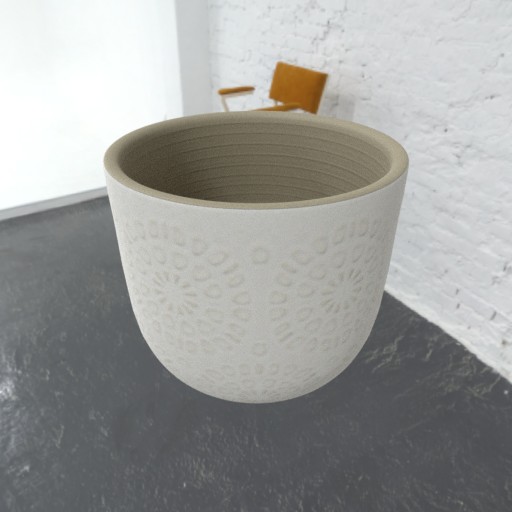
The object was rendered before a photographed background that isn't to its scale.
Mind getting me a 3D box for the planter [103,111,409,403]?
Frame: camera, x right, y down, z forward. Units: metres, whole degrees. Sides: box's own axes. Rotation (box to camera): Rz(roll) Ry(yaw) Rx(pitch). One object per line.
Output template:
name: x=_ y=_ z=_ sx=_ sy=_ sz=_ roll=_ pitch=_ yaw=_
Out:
planter: x=0.000 y=0.000 z=0.215 sx=0.124 sy=0.109 sz=0.124 roll=0 pitch=31 yaw=0
